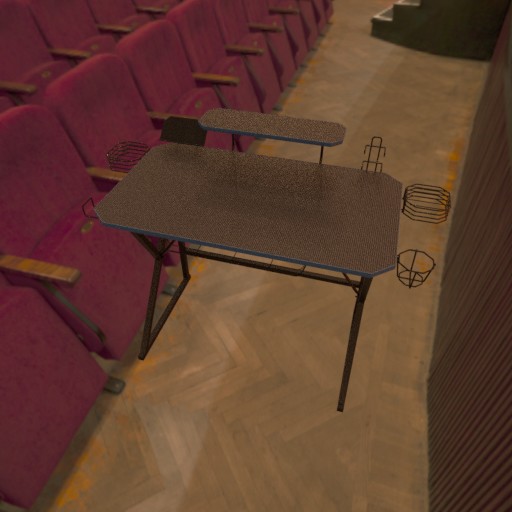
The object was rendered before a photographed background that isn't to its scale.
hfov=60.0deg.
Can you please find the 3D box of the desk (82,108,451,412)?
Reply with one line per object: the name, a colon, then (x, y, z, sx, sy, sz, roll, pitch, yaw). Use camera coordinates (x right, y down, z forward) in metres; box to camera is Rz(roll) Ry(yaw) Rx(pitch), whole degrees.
desk: (0.000, 0.000, 1.731, 1.295, 0.909, 0.594, 11, 43, 12)
